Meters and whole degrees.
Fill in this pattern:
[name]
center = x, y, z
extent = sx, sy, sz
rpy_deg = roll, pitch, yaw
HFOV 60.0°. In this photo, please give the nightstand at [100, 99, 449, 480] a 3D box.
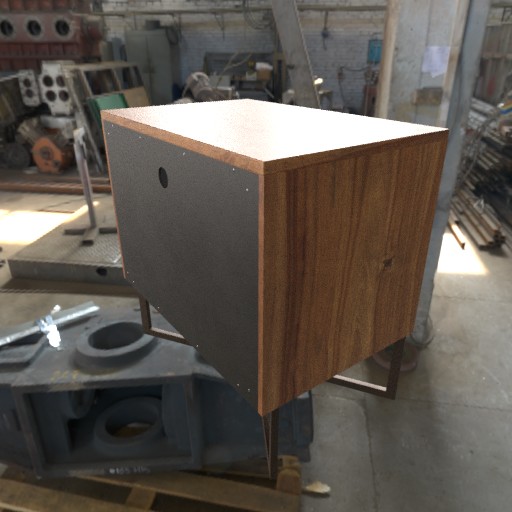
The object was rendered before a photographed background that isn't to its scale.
[nightstand]
center = 0.000, 0.000, 1.026
extent = 0.427, 0.615, 0.613
rpy_deg = -17, 30, -32
